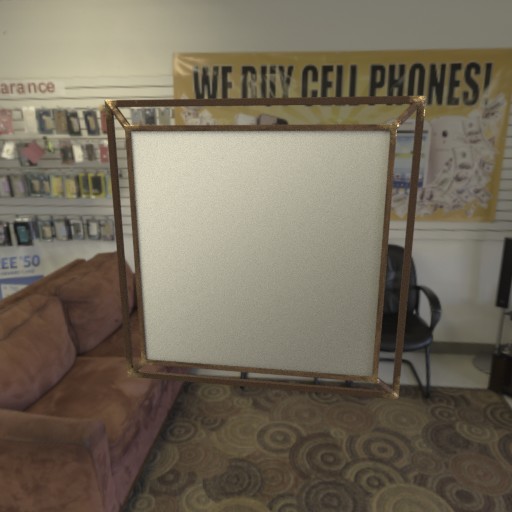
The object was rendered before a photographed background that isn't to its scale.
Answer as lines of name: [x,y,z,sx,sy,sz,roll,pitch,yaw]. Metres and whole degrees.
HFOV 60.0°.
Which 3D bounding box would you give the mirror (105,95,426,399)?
mirror: [0.000,0.000,0.904,0.610,0.610,0.032,2,15,9]
